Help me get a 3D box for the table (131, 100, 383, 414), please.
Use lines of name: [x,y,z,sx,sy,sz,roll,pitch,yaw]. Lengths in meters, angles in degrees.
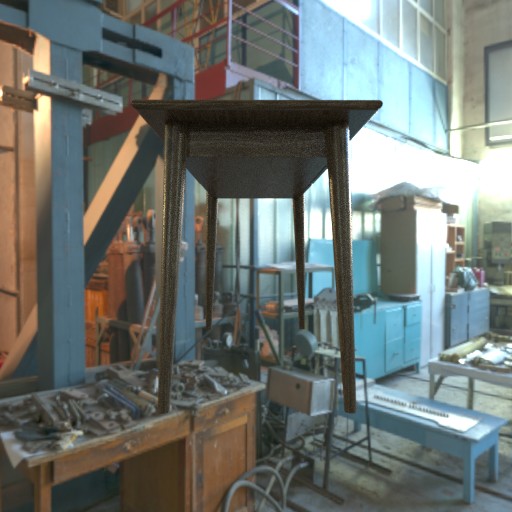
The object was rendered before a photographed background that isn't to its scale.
table: [0.000,0.000,1.714,0.599,0.780,1.300,0,1,0]
